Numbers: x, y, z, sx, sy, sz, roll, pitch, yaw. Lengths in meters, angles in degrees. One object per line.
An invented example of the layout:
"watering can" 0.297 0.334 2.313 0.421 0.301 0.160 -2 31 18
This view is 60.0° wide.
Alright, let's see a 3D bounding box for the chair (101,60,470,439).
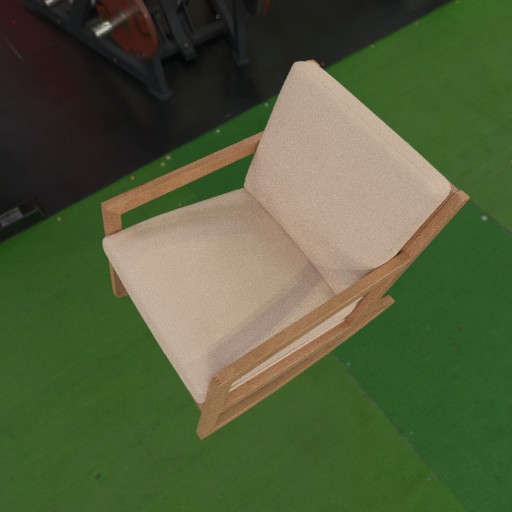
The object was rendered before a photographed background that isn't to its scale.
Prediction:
"chair" 0.000 0.000 1.378 0.857 0.790 0.622 -32 66 -16
